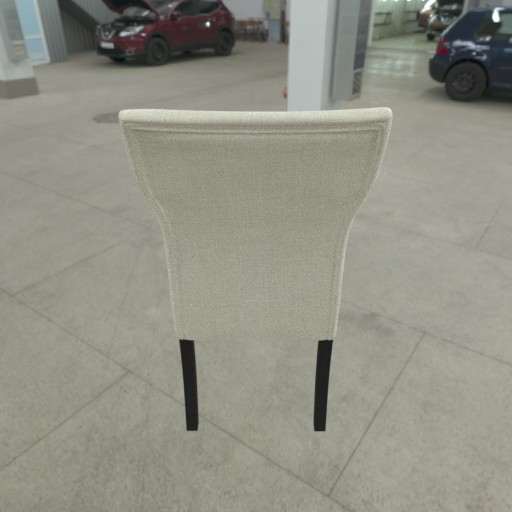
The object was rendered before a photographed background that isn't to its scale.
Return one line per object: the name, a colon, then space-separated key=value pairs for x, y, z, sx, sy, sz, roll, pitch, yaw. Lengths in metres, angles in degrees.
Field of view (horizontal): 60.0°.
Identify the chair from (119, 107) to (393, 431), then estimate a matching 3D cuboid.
chair: x=0.000 y=0.000 z=1.257 sx=0.509 sy=0.921 sz=0.597 roll=0 pitch=30 yaw=0
